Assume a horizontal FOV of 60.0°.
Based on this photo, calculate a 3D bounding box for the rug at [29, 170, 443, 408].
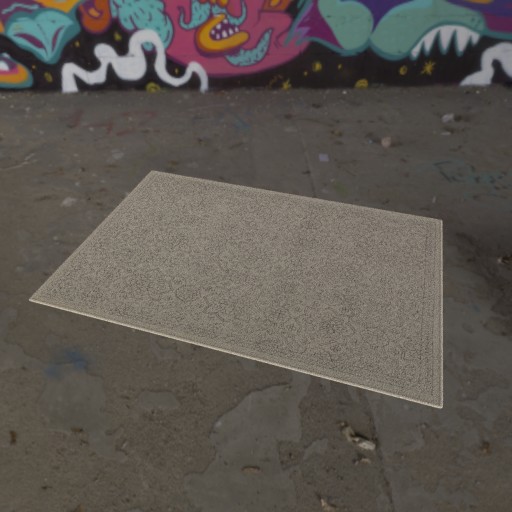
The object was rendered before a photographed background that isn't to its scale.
[{"bbox_3d":[0.000,0.000,2.280,1.829,0.010,1.219,12,43,13],"label":"rug"}]
